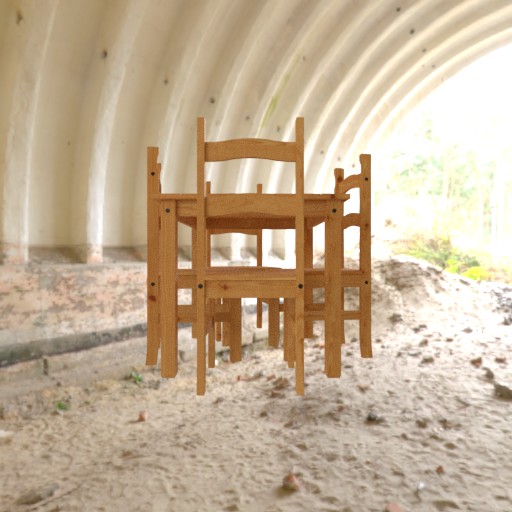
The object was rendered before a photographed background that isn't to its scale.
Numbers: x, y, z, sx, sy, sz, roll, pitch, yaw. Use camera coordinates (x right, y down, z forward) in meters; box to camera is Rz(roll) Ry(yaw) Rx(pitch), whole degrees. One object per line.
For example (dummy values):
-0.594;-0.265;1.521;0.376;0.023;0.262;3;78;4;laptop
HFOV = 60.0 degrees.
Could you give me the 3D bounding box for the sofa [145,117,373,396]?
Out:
0.000;0.000;2.350;1.144;1.000;1.529;0;0;0;sofa
